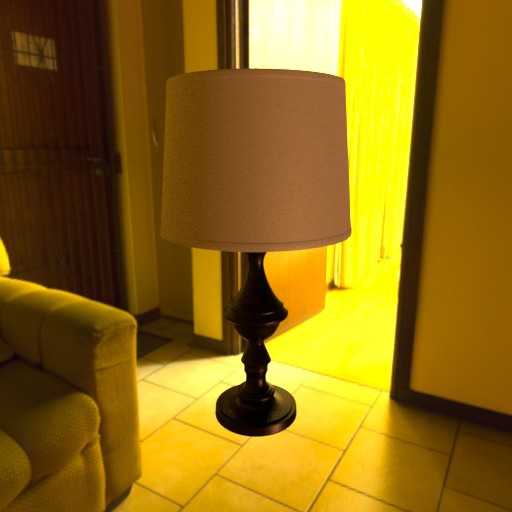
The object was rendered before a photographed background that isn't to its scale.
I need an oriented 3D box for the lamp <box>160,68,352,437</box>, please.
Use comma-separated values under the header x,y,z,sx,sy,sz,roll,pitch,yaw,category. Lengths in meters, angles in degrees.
x,y,z,sx,sy,sz,roll,pitch,yaw,category
0.000,0.000,0.919,0.383,0.726,0.383,0,14,0,lamp
